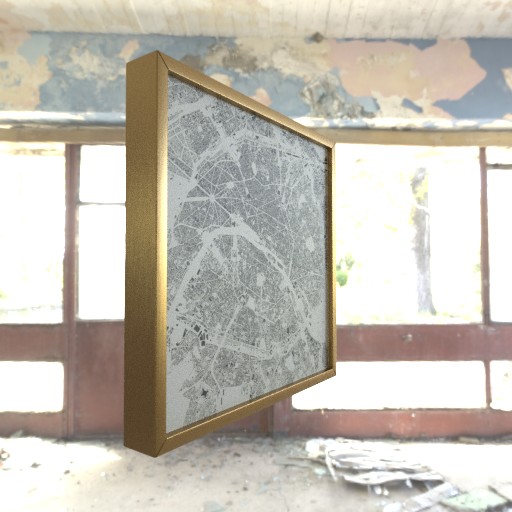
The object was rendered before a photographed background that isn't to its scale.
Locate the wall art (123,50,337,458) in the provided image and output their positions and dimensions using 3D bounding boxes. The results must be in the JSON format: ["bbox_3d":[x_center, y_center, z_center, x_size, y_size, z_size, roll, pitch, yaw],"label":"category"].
[{"bbox_3d":[0.000,0.000,0.464,0.037,0.305,0.305,-1,-2,36],"label":"wall art"}]
